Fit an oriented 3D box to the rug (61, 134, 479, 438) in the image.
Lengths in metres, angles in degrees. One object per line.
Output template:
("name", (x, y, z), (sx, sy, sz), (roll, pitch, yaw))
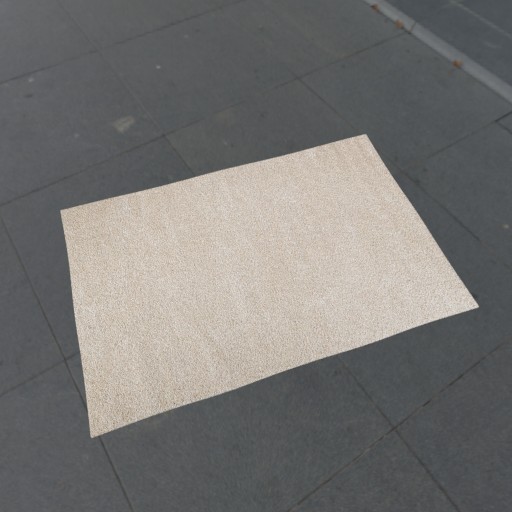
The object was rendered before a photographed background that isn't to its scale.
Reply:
("rug", (0.000, 0.000, 3.338), (2.699, 0.025, 1.800), (-16, 60, -10))
